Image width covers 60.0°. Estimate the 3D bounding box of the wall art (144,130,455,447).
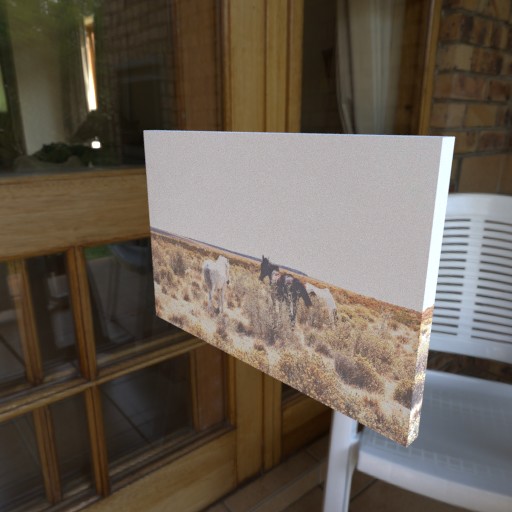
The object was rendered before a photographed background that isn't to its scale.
[{"bbox_3d":[0.000,0.000,1.138,0.914,0.610,0.050,16,23,42],"label":"wall art"}]
